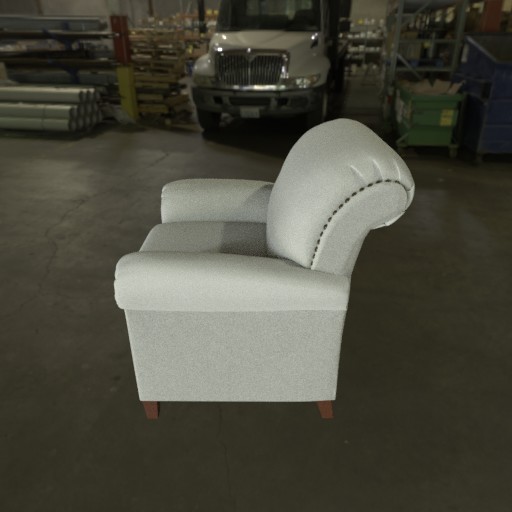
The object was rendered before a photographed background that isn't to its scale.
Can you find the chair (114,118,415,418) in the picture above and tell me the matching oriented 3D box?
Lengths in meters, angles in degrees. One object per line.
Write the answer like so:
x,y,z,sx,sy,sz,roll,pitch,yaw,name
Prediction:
0.000,0.000,1.656,0.890,0.927,0.854,0,27,0,chair
